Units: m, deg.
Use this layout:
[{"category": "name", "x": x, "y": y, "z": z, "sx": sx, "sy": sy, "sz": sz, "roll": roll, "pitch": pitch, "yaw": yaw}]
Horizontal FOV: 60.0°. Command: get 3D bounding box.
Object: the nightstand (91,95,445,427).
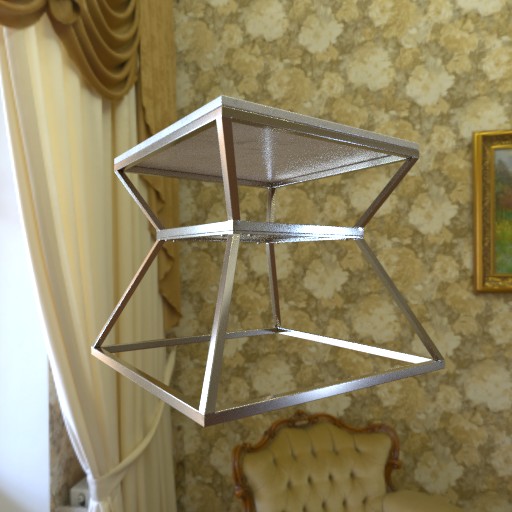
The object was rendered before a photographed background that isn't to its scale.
[{"category": "nightstand", "x": 0.000, "y": 0.000, "z": 0.902, "sx": 0.514, "sy": 0.426, "sz": 0.513, "roll": 0, "pitch": 0, "yaw": -35}]
